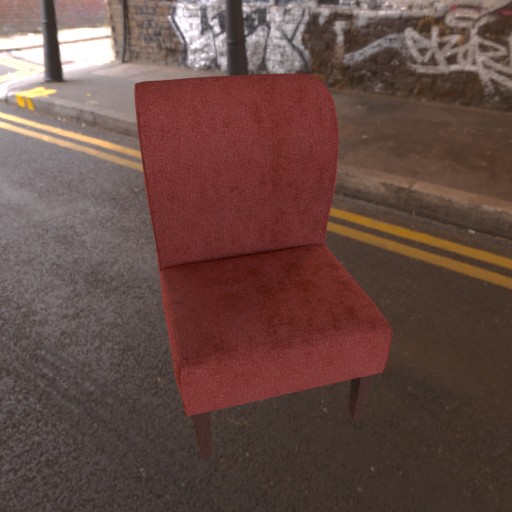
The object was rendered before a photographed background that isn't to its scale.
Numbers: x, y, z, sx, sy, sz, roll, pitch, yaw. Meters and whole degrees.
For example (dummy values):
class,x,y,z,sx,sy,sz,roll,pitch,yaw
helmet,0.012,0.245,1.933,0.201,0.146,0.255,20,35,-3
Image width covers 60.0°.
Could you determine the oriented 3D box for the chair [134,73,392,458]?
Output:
class,x,y,z,sx,sy,sz,roll,pitch,yaw
chair,0.000,0.000,1.232,0.538,0.846,0.640,-8,33,-13
